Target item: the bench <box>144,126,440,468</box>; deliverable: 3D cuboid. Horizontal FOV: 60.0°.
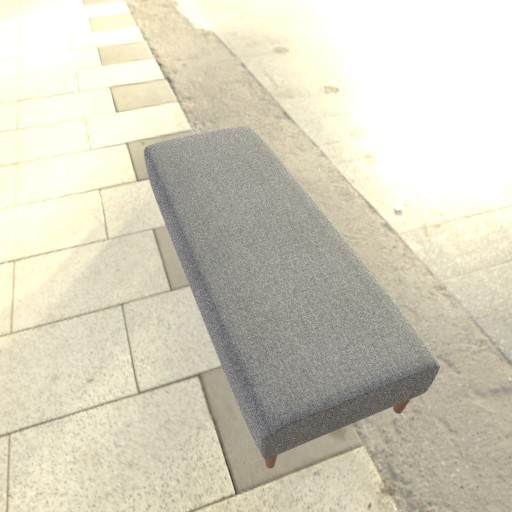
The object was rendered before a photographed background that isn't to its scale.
[{"bbox_3d":[0.000,0.000,1.905,0.631,0.384,1.598,-16,47,-15],"label":"bench"}]
